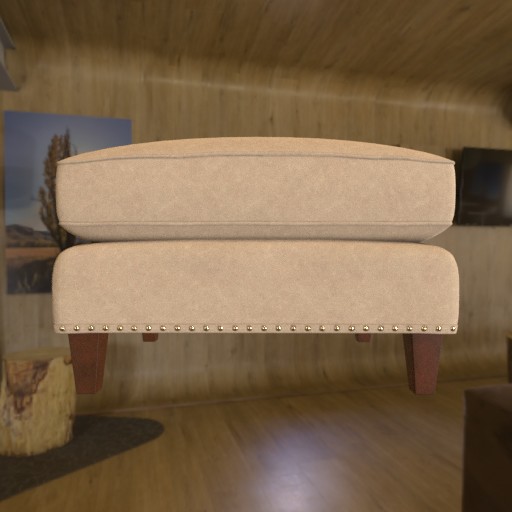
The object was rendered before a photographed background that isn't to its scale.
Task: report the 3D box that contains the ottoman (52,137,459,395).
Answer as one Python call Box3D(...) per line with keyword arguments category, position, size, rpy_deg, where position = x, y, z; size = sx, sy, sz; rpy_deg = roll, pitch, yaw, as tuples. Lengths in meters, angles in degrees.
Box3D(category="ottoman", position=(0.000, 0.000, 1.082), size=(0.741, 0.513, 0.584), rpy_deg=(0, 1, 0))
